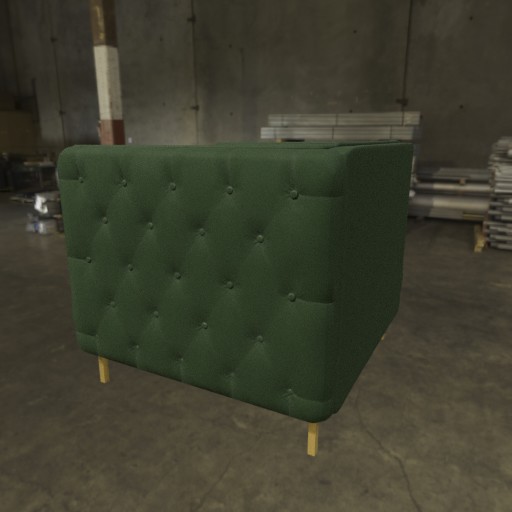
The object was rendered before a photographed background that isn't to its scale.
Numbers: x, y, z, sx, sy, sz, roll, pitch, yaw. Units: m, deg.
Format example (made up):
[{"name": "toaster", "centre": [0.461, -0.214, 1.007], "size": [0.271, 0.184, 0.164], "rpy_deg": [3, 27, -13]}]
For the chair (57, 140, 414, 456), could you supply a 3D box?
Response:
[{"name": "chair", "centre": [0.000, 0.000, 1.522], "size": [0.855, 0.768, 0.917], "rpy_deg": [8, 17, 27]}]
